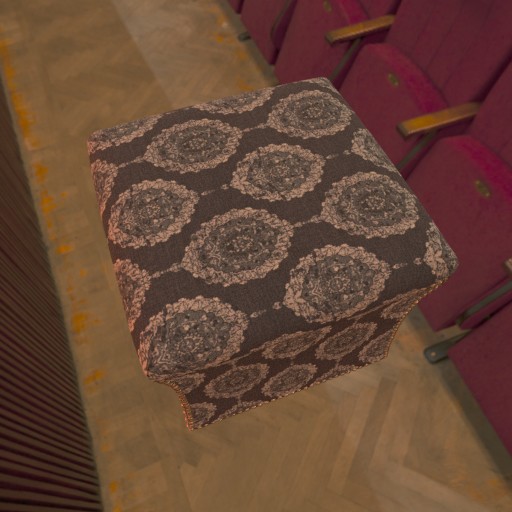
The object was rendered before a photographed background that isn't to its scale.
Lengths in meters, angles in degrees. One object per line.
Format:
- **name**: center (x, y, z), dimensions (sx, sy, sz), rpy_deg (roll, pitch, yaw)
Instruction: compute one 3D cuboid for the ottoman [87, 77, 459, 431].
- **ottoman**: center (0.000, 0.000, 0.907), dimensions (0.507, 0.475, 0.497), rpy_deg (-17, 60, -10)
